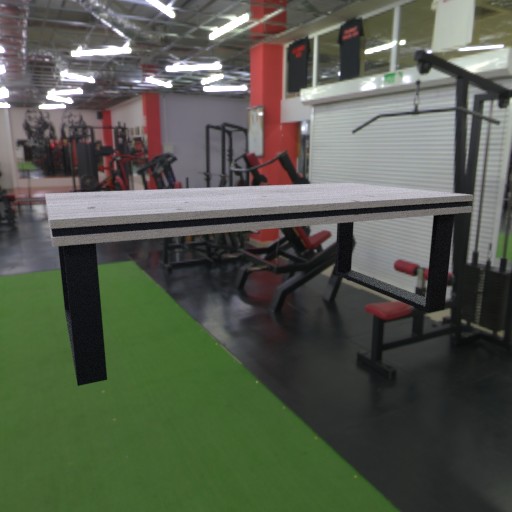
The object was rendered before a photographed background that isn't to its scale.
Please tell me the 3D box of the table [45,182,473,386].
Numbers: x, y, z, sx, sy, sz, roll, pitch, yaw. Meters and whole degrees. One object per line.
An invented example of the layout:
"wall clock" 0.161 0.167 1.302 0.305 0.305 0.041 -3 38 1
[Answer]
"table" 0.000 0.000 1.624 1.350 0.450 0.700 -6 15 -25
